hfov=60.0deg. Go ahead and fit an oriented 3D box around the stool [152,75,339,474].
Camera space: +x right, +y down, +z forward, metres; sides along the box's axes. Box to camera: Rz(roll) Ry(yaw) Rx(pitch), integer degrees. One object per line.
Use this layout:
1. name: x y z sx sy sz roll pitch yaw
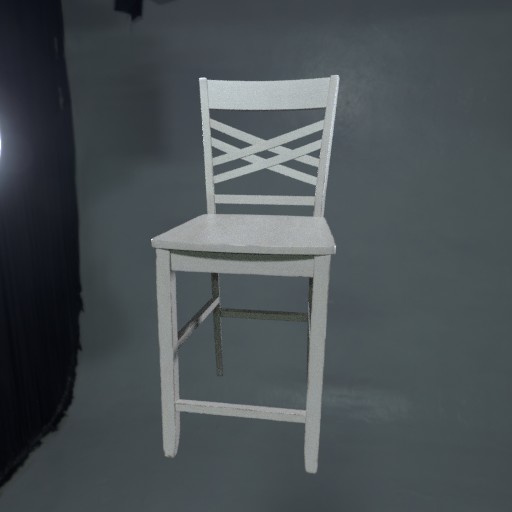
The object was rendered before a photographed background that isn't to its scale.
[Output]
1. stool: 0.000 0.000 1.347 0.462 1.079 0.539 2 15 9
